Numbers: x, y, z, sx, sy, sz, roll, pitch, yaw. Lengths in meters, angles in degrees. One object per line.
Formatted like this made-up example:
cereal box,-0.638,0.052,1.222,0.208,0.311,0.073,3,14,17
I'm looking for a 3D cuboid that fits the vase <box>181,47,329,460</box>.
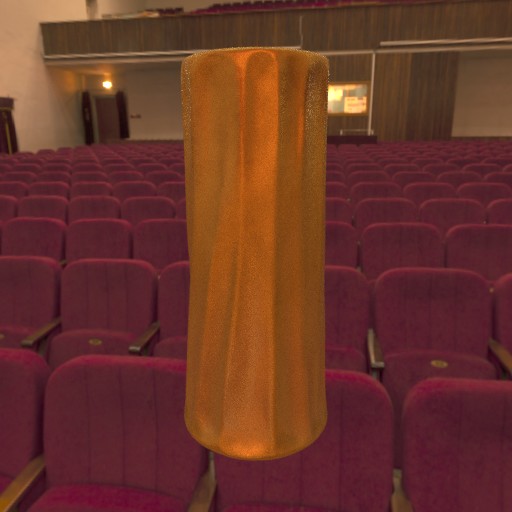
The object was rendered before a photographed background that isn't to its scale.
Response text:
vase,0.000,0.000,0.175,0.061,0.143,0.061,0,14,0
